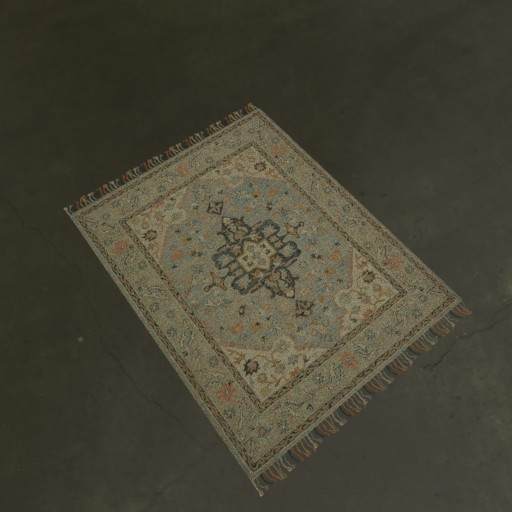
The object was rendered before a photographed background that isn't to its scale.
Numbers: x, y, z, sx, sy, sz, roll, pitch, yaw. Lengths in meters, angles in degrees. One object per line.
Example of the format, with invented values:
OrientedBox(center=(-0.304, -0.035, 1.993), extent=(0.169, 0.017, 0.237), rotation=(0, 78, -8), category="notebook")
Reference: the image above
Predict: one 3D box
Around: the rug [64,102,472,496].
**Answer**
OrientedBox(center=(0.000, 0.000, 4.163), extent=(2.379, 0.011, 3.221), rotation=(-34, 68, -16), category="rug")
